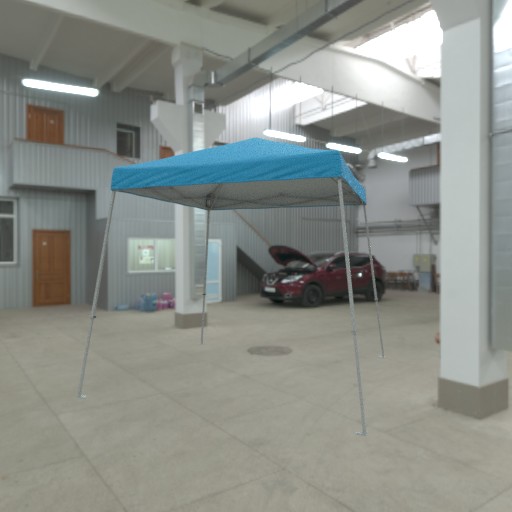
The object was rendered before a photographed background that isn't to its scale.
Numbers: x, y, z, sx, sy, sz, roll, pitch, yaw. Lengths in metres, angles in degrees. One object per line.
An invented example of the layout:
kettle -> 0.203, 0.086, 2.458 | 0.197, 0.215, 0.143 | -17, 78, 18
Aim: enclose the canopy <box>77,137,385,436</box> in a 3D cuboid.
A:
canopy -> 0.000, 0.000, 5.342 | 2.850, 2.850, 2.849 | 0, 0, 19
